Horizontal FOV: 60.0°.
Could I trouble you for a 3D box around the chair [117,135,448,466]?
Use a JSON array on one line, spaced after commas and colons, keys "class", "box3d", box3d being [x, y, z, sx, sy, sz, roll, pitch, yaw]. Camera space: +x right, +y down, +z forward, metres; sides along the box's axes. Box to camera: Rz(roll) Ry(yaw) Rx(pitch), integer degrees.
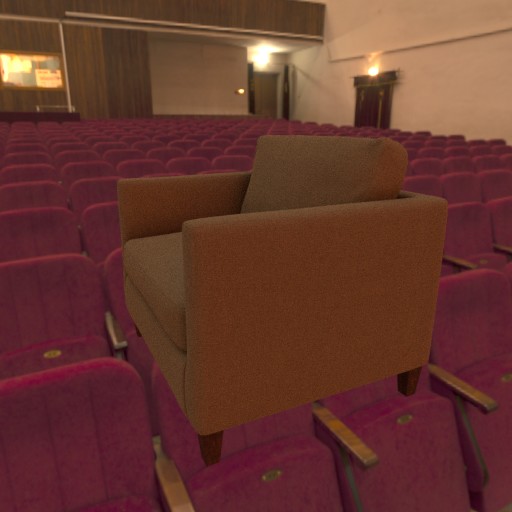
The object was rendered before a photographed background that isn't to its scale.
[{"class": "chair", "box3d": [0.000, 0.000, 1.831, 0.959, 0.963, 1.107, -8, 19, -25]}]
